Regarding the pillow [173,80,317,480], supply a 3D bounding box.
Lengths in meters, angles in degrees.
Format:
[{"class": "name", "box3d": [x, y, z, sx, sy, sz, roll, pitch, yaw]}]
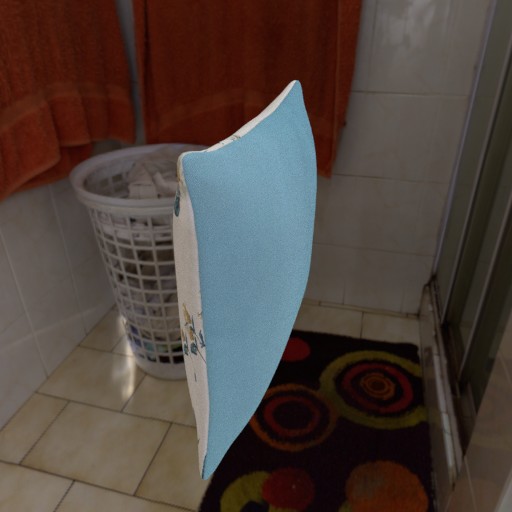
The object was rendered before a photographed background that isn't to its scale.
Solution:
[{"class": "pillow", "box3d": [0.000, 0.000, 0.768, 0.166, 0.507, 0.526, 8, 31, 15]}]
